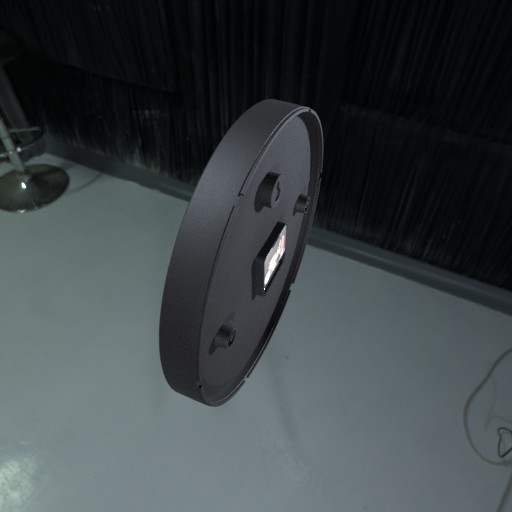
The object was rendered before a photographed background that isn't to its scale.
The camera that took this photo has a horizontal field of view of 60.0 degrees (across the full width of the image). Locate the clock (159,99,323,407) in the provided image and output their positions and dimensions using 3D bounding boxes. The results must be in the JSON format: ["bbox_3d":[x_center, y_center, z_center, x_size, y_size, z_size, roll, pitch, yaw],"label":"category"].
[{"bbox_3d":[0.000,0.000,0.439,0.040,0.293,0.293,18,50,16],"label":"clock"}]
